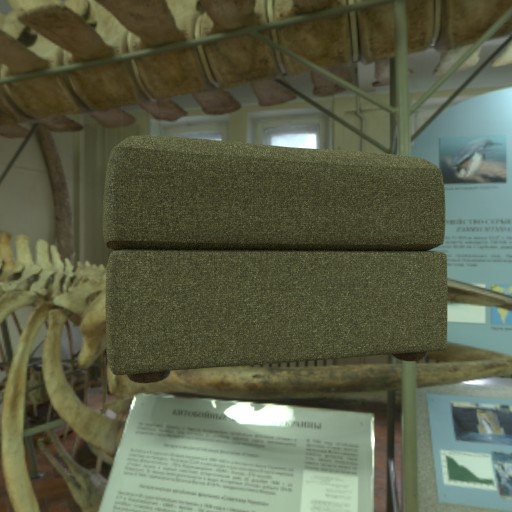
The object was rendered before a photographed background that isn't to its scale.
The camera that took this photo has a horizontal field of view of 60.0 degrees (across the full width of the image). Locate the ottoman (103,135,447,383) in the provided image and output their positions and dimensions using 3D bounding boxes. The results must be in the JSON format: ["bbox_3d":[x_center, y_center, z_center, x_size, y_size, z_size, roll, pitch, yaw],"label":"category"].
[{"bbox_3d":[0.000,0.000,1.140,0.742,0.476,0.598,0,0,-17],"label":"ottoman"}]
